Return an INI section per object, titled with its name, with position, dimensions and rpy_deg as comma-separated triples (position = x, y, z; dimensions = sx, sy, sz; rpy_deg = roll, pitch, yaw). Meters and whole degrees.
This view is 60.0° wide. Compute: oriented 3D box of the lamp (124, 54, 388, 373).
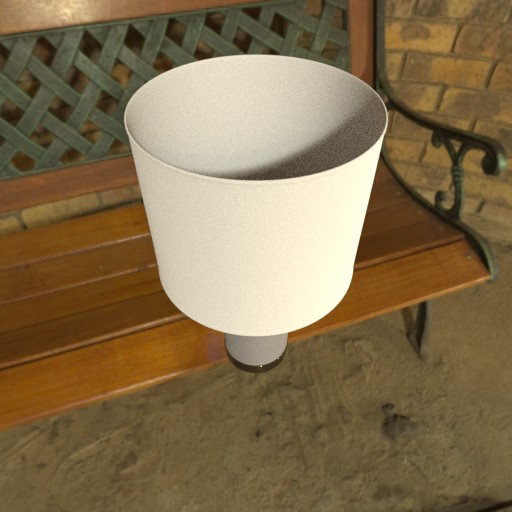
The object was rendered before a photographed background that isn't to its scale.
[lamp]
position = 0.000, 0.000, 0.527
dimensions = 0.229, 0.380, 0.229
rpy_deg = 0, 45, 0
